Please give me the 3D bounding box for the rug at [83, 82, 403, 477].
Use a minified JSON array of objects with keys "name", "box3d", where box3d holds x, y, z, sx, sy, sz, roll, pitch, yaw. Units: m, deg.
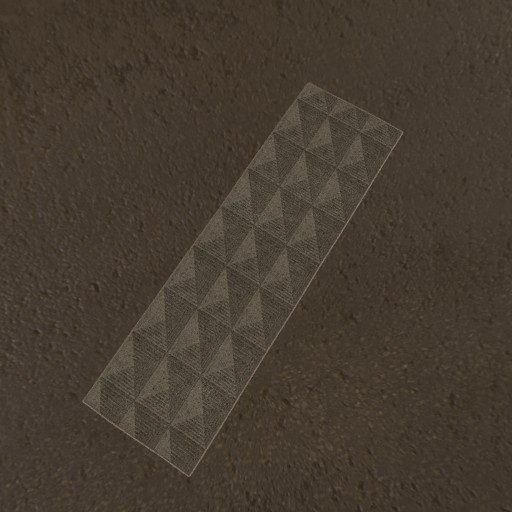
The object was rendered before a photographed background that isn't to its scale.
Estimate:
[{"name":"rug","box3d":[0.000,0.000,2.382,0.645,0.015,2.182,32,77,8]}]
